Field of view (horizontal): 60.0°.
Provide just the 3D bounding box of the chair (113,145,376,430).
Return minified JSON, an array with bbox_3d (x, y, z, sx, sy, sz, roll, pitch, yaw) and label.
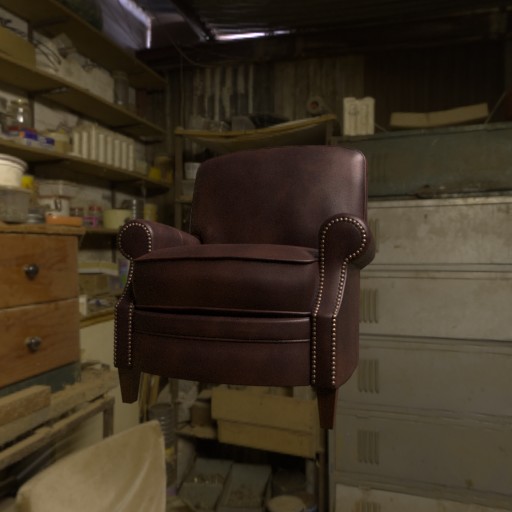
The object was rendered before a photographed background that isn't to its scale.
[{"bbox_3d":[0.000,0.000,1.778,0.936,1.018,0.986,0,0,19],"label":"chair"}]
